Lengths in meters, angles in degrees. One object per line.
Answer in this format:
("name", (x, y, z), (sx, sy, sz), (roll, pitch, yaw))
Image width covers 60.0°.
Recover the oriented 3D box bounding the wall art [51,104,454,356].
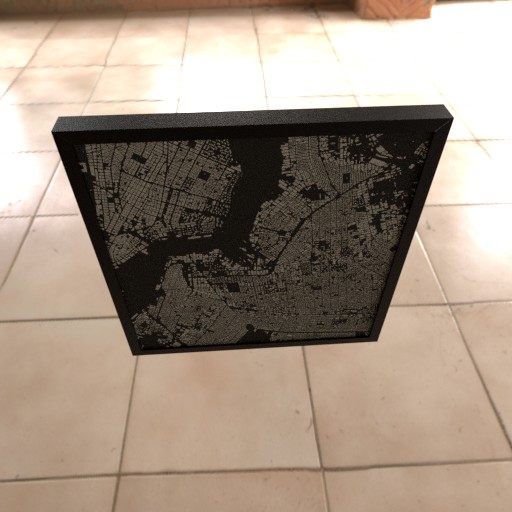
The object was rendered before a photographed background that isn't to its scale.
("wall art", (0.000, 0.000, 0.748), (0.506, 0.506, 0.038), (-3, 45, -3))
